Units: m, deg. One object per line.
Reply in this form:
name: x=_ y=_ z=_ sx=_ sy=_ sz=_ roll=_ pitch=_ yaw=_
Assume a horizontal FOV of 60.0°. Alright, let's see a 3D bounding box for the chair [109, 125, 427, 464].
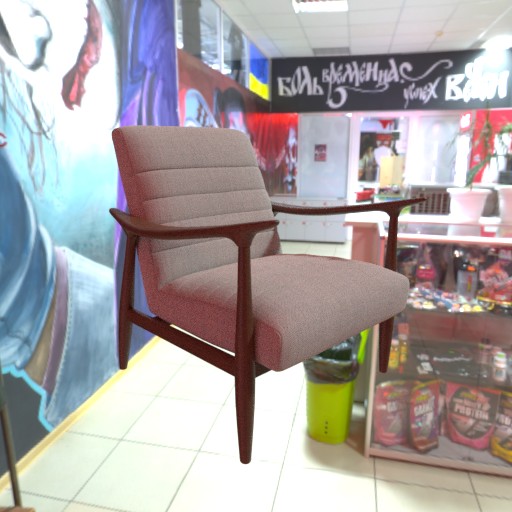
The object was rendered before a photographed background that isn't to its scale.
chair: x=0.000 y=0.000 z=1.427 sx=0.741 sy=0.832 sz=0.798 roll=-13 pitch=18 yaw=-43
